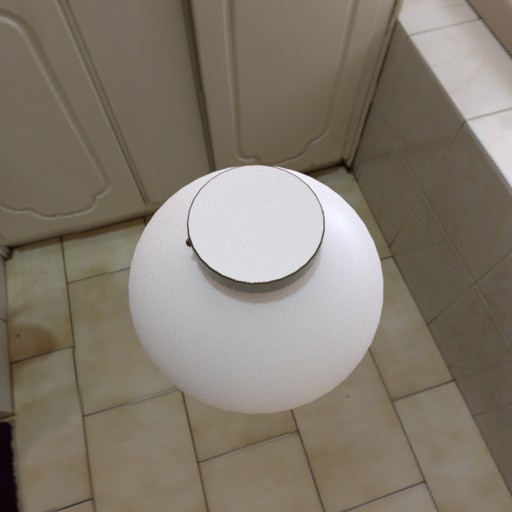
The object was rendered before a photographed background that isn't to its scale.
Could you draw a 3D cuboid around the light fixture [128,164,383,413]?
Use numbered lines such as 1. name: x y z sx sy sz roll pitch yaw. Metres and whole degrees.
1. light fixture: 0.000 0.000 0.555 0.355 0.177 0.355 0 64 0
